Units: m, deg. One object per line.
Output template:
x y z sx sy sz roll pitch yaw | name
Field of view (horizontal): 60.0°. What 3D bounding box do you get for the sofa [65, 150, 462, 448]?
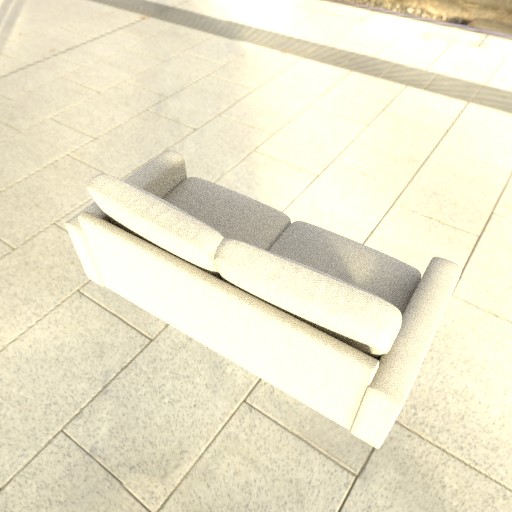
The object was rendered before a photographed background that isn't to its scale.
0.000 0.000 2.713 2.179 0.873 1.016 25 52 22 | sofa
